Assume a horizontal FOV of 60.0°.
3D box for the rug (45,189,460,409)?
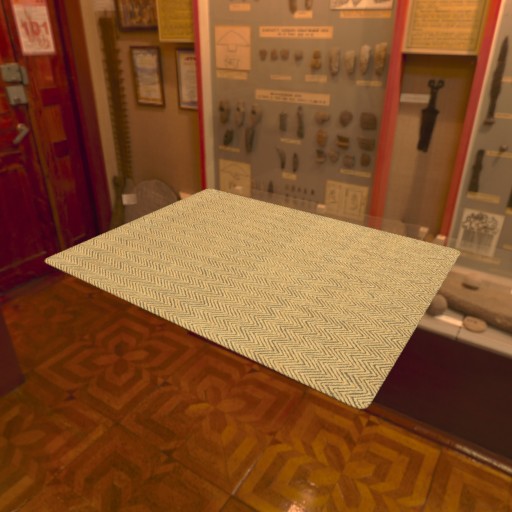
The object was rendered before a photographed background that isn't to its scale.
[{"bbox_3d":[0.000,0.000,4.248,3.207,0.014,2.439,18,33,30],"label":"rug"}]
